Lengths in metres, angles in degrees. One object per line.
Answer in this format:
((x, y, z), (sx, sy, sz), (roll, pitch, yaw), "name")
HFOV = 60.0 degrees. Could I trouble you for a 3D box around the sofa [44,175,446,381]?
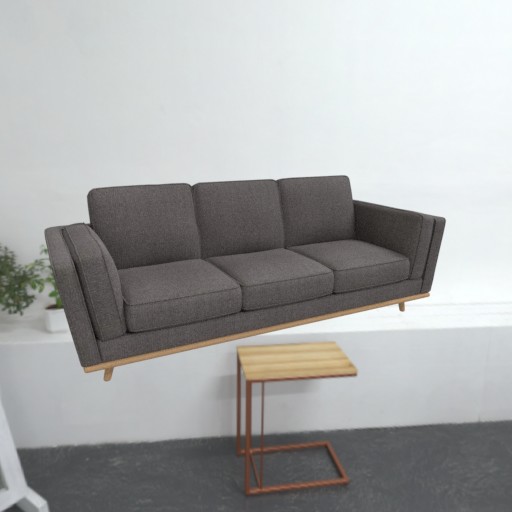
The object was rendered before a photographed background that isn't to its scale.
((0.000, 0.000, 2.801), (2.362, 0.899, 0.903), (-8, 17, -26), "sofa")
